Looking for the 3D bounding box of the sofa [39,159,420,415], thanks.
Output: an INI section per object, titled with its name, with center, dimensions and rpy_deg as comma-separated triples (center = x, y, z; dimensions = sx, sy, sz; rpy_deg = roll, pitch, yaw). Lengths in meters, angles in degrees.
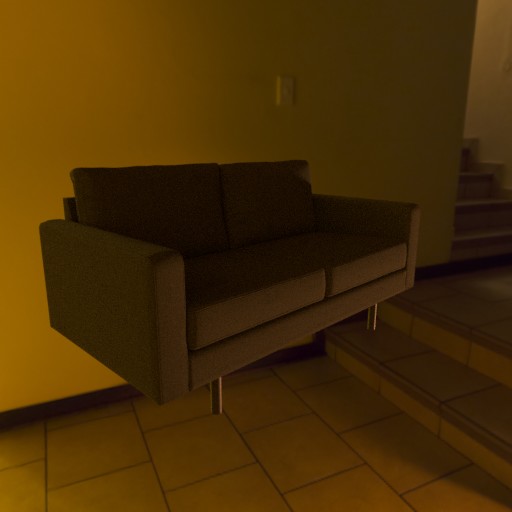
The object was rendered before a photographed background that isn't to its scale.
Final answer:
[sofa]
center = 0.000, 0.000, 2.206
dimensions = 0.889, 0.897, 1.730
rpy_deg = 14, 19, 43
